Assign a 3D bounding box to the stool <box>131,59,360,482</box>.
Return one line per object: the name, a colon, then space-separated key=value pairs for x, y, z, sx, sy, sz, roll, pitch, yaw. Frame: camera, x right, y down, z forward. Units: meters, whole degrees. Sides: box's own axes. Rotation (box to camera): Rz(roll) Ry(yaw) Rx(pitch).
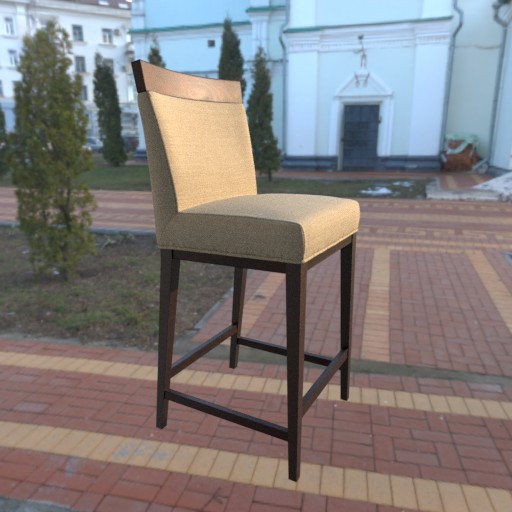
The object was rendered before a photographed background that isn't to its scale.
stool: x=0.000 y=0.000 z=1.406 sx=0.531 sy=1.117 sz=0.511 roll=8 pitch=17 yaw=28
